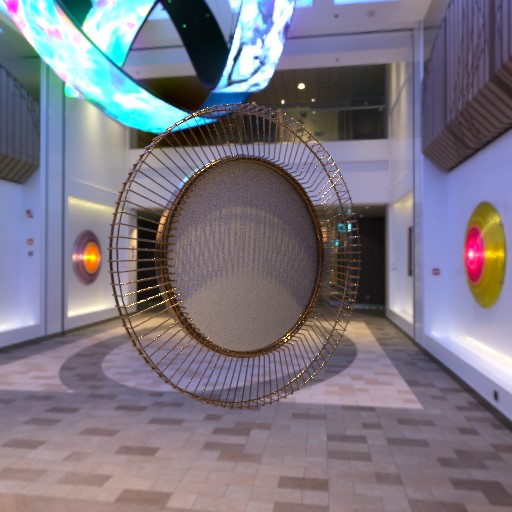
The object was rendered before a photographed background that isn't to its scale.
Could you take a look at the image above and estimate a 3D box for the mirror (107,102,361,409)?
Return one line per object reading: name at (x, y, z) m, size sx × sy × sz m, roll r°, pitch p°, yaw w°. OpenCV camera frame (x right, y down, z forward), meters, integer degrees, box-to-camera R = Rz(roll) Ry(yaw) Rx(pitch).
mirror at (0.000, 0.000, 1.059) m, size 0.703 × 0.703 × 0.067 m, roll 0°, pitch -1°, yaw -38°
